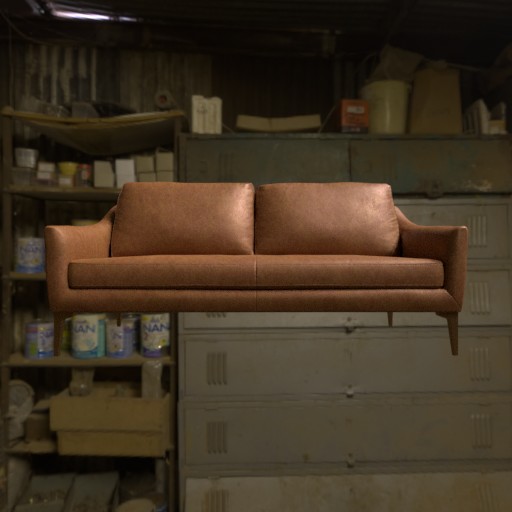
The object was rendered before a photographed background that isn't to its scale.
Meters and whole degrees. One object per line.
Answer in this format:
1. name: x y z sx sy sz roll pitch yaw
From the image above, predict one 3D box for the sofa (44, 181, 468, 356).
1. sofa: 0.000 0.000 2.571 2.036 0.945 0.981 0 1 0
